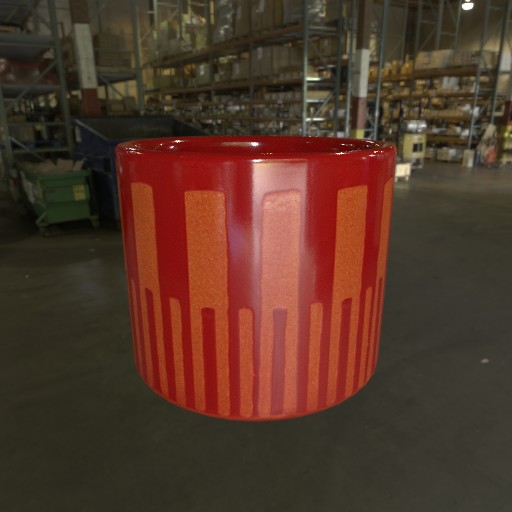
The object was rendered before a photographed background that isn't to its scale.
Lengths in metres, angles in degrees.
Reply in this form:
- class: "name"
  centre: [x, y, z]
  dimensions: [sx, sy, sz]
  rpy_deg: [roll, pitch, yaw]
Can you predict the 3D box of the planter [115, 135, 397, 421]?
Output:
- class: "planter"
  centre: [0.000, 0.000, 0.405]
  dimensions: [0.230, 0.202, 0.230]
  rpy_deg: [0, 18, 0]
